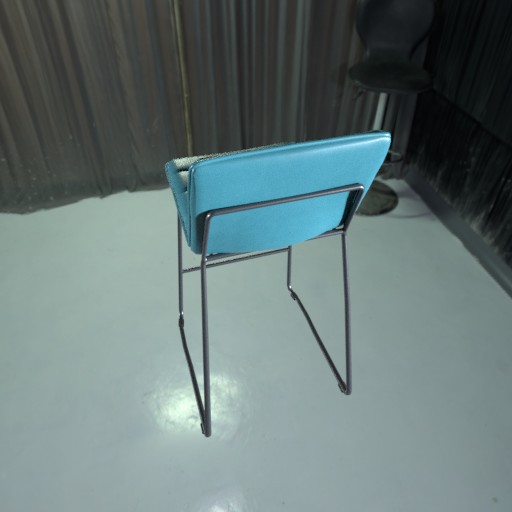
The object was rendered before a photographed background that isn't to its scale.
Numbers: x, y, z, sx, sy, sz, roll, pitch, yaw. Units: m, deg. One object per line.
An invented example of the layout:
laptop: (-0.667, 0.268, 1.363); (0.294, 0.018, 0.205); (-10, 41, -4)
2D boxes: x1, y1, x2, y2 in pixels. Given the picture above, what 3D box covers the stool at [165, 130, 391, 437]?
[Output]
stool: (0.000, 0.000, 1.260); (0.489, 0.936, 0.524); (-12, 43, -13)
